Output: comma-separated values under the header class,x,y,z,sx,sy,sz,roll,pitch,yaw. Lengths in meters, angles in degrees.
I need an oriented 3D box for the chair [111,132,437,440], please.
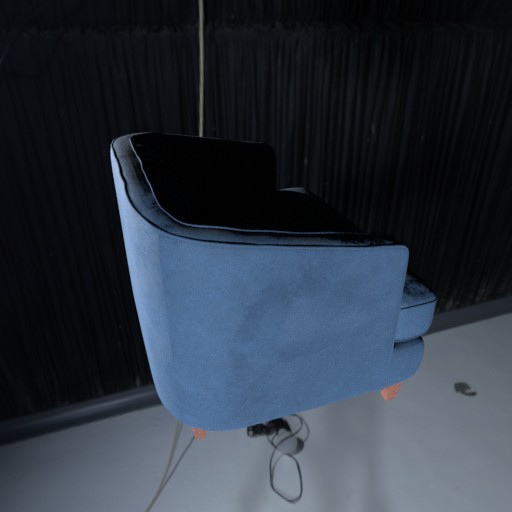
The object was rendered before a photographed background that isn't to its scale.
class,x,y,z,sx,sy,sz,roll,pitch,yaw
chair,0.000,0.000,1.725,0.940,0.852,1.094,-11,32,-17
